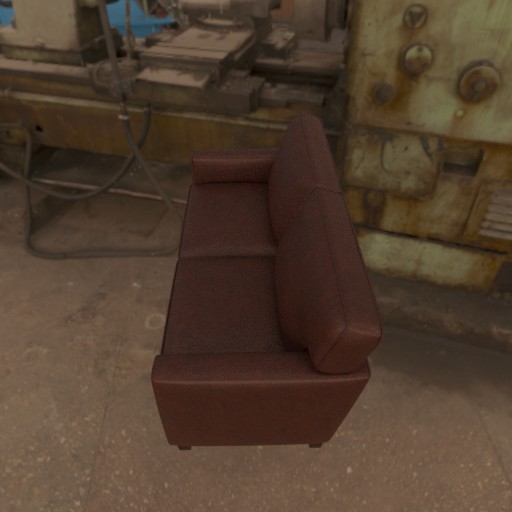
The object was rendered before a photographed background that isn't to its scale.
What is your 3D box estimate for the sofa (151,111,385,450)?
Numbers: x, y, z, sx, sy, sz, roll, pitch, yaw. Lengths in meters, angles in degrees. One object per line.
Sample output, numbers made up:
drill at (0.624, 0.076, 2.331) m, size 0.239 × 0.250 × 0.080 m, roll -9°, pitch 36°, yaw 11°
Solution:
sofa at (0.000, 0.000, 2.467) m, size 0.912 × 0.928 × 1.876 m, roll -1°, pitch 41°, yaw -1°
